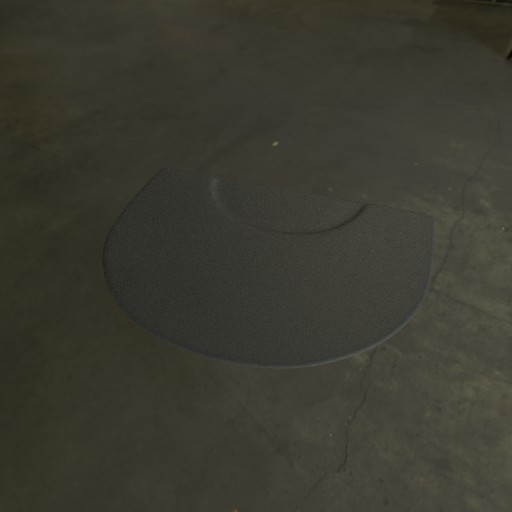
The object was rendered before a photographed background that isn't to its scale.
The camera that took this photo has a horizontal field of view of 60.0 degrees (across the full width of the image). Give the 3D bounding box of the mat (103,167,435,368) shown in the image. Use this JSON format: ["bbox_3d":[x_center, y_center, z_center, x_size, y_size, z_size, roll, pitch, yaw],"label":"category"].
[{"bbox_3d":[0.000,0.000,1.603,1.220,0.016,0.917,12,43,13],"label":"mat"}]
